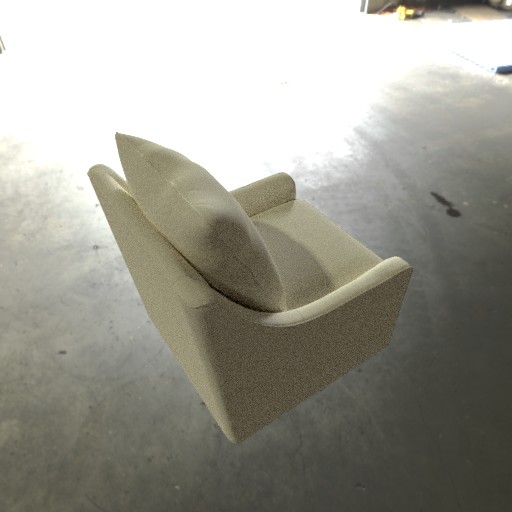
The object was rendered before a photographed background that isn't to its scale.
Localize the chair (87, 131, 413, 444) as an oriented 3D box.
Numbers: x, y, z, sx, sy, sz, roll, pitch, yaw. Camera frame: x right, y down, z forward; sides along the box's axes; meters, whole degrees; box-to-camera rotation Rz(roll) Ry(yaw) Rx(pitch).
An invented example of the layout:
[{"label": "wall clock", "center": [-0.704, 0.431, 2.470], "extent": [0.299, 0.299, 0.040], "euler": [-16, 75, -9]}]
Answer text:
[{"label": "chair", "center": [0.000, 0.000, 1.636], "extent": [0.876, 0.965, 0.756], "euler": [-24, 47, -25]}]
